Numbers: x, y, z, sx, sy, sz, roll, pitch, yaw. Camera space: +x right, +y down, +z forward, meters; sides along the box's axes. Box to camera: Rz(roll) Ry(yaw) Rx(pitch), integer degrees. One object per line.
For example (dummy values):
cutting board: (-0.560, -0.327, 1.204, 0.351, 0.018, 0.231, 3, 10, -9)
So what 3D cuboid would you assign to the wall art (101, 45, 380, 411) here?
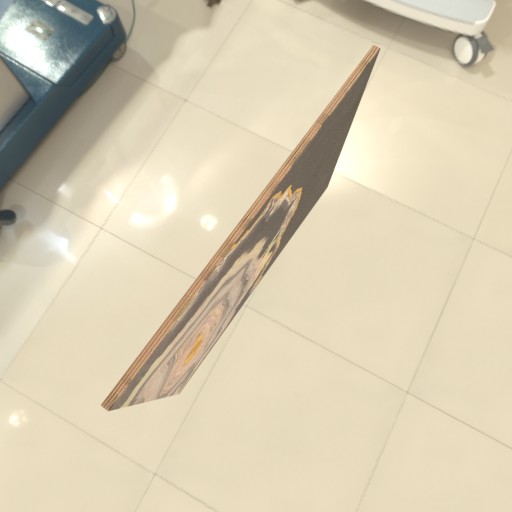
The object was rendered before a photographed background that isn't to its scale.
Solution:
wall art: (0.000, 0.000, 0.679, 0.010, 0.408, 0.508, 34, 78, 9)
